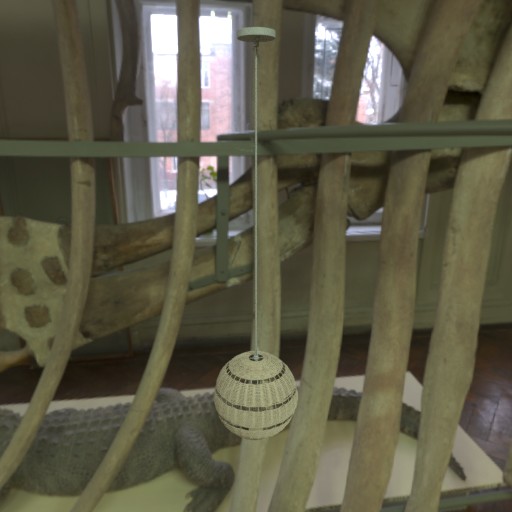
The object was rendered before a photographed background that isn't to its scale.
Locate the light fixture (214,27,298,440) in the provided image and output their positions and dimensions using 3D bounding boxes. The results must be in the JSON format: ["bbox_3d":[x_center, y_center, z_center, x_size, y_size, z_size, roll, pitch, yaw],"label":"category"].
[{"bbox_3d":[0.000,0.000,2.194,0.457,2.019,0.457,-3,16,-9],"label":"light fixture"}]
